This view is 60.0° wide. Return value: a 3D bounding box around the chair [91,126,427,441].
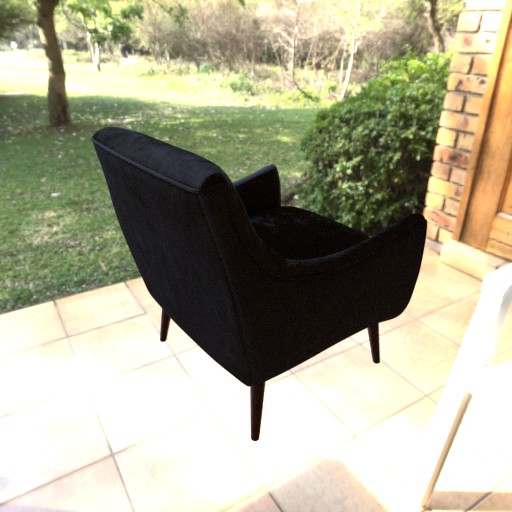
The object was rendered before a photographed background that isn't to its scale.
[{"bbox_3d":[0.000,0.000,1.462,0.787,0.838,0.762,-19,33,-33],"label":"chair"}]
